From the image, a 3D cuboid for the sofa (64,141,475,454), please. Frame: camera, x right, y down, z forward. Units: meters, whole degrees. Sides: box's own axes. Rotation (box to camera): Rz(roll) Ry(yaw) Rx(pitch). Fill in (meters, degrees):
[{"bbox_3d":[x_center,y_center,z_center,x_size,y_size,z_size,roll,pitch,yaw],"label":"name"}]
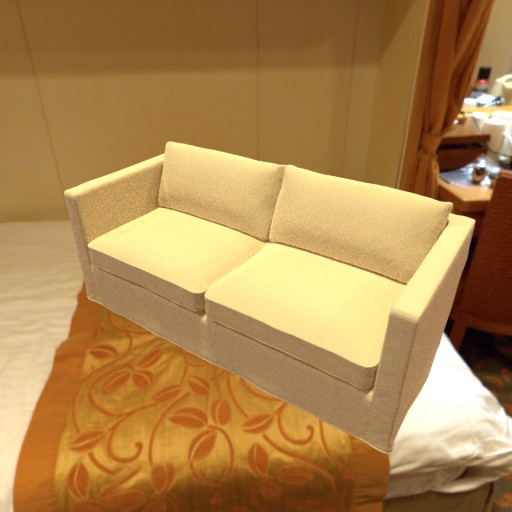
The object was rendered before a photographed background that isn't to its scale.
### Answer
[{"bbox_3d":[0.000,0.000,2.434,1.987,0.870,0.940,19,36,29],"label":"sofa"}]
